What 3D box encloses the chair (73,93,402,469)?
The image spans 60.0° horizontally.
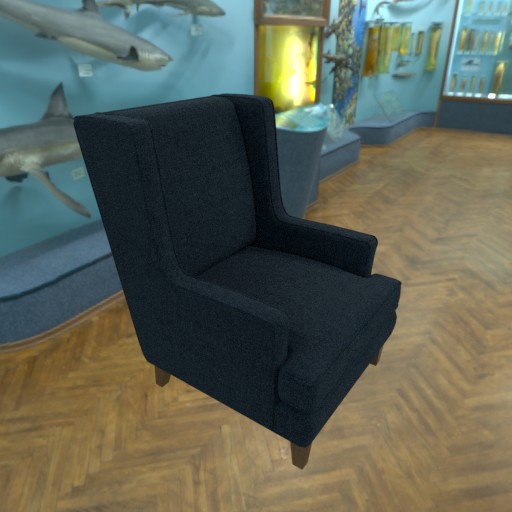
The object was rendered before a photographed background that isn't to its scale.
[{"bbox_3d":[0.000,0.000,1.710,0.947,1.072,0.764,18,32,31],"label":"chair"}]
